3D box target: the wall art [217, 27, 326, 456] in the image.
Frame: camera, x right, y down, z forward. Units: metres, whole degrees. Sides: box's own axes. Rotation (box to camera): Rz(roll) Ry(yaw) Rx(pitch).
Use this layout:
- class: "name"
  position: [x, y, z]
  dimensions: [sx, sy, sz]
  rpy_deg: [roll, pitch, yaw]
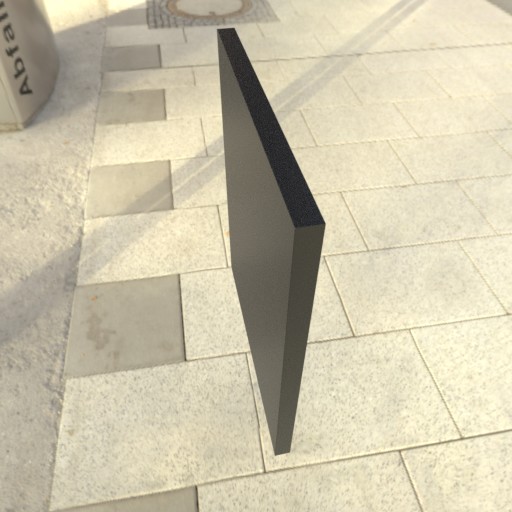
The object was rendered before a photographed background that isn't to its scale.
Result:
- class: "wall art"
  position: [0.000, 0.000, 0.739]
  dimensions: [0.028, 0.557, 0.457]
  rpy_deg: [-9, 48, -8]
